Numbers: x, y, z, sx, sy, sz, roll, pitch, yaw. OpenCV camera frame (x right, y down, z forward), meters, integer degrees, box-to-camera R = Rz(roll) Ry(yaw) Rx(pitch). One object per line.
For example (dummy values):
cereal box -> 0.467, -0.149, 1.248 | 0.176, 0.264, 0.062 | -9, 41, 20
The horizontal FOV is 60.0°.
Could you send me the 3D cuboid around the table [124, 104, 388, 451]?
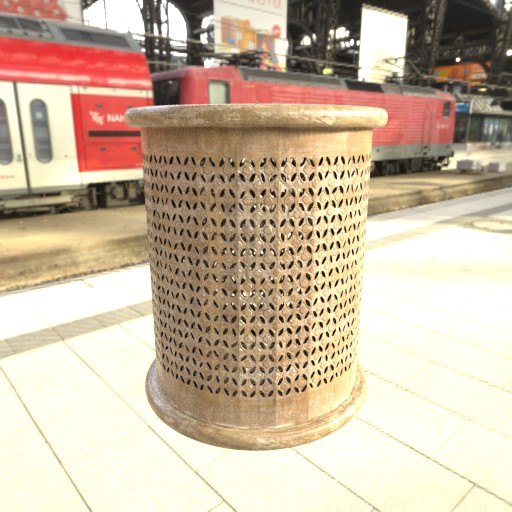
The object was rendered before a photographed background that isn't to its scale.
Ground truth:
table -> 0.000, 0.000, 0.774 | 0.407, 0.482, 0.407 | 0, 16, 0
